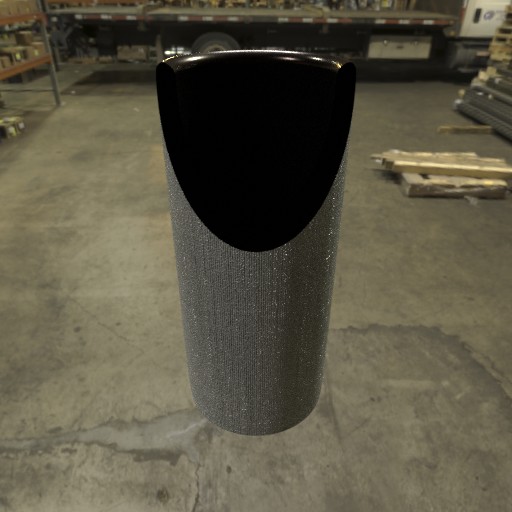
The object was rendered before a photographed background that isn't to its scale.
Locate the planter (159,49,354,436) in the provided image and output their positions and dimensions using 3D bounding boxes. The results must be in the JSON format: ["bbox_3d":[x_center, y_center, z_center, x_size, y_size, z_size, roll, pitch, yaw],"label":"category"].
[{"bbox_3d":[0.000,0.000,0.127,0.045,0.103,0.045,-1,32,-1],"label":"planter"}]
